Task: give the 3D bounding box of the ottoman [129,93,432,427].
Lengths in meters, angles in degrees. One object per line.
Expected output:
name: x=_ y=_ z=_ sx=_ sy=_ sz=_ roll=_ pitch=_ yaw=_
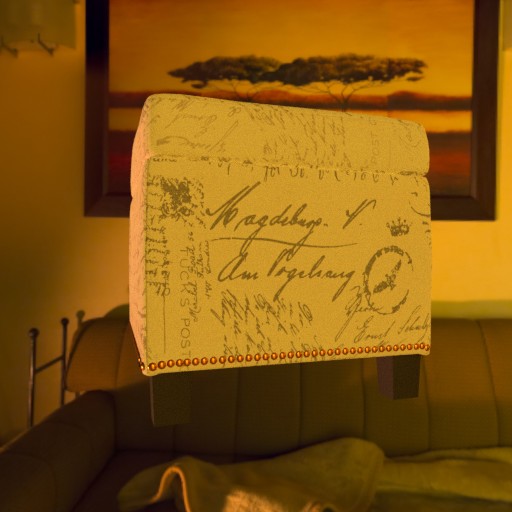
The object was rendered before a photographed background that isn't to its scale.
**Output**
ottoman: x=0.000 y=0.000 z=0.836 sx=0.450 sy=0.457 sz=0.449 roll=0 pitch=-1 yaw=-18
